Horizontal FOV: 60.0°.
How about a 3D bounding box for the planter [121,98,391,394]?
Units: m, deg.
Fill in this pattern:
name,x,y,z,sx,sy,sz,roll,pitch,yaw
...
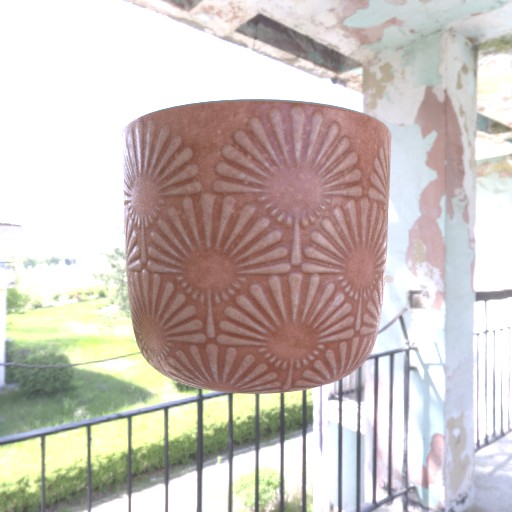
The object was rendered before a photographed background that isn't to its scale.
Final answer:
name,x,y,z,sx,sy,sz,roll,pitch,yaw
planter,0.000,0.000,0.213,0.124,0.109,0.124,0,1,0
